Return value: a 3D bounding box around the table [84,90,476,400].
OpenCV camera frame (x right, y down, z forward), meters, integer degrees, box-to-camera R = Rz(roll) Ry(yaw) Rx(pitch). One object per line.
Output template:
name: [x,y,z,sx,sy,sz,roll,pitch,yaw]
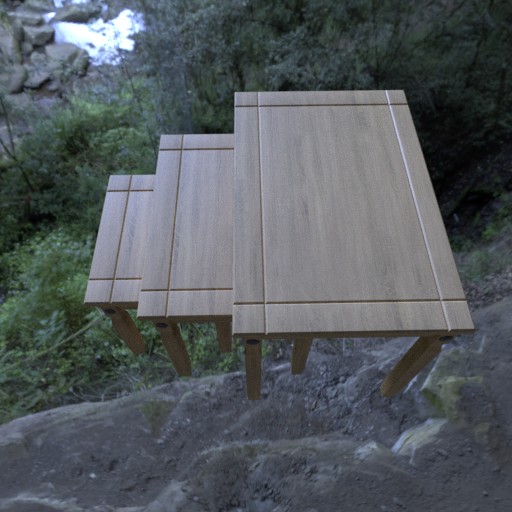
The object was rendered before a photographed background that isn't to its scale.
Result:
table: [0.000,0.000,1.186,0.773,0.535,0.660,-1,58,-1]
